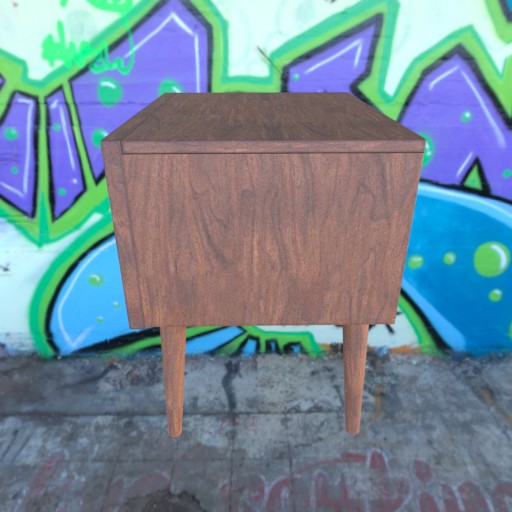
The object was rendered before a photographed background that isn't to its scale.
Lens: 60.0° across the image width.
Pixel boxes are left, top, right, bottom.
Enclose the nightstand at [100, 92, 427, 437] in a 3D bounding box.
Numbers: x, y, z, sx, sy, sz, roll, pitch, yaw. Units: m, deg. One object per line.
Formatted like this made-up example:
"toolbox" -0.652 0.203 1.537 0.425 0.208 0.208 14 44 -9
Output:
"nightstand" 0.000 0.000 0.955 0.445 0.607 0.521 0 27 -1
